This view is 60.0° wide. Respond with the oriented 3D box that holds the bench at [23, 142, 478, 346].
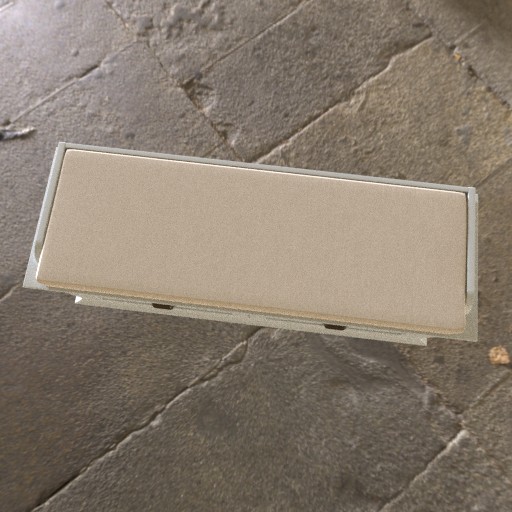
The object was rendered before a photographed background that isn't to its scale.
[{"bbox_3d":[0.000,0.000,1.380,1.185,0.486,0.402,7,77,2],"label":"bench"}]
